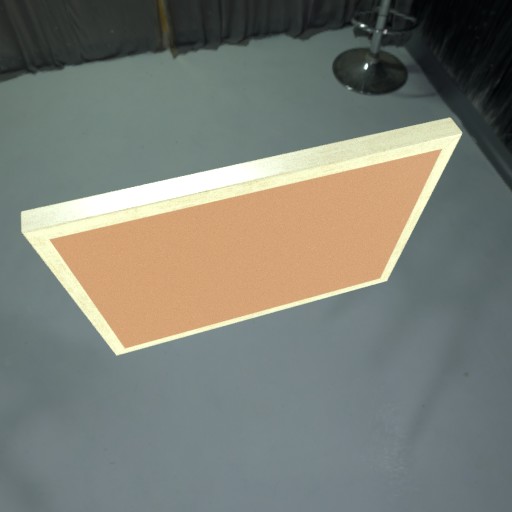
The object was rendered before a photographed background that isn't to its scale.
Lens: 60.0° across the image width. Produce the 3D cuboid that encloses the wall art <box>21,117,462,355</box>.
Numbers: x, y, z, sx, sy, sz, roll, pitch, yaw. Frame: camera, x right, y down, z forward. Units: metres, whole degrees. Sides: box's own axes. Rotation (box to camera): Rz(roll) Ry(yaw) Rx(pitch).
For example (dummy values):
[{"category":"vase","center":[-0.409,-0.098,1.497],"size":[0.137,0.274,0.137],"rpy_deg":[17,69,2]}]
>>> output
[{"category":"wall art","center":[0.000,0.000,0.684],"size":[0.533,0.381,0.032],"rpy_deg":[-14,59,-9]}]
